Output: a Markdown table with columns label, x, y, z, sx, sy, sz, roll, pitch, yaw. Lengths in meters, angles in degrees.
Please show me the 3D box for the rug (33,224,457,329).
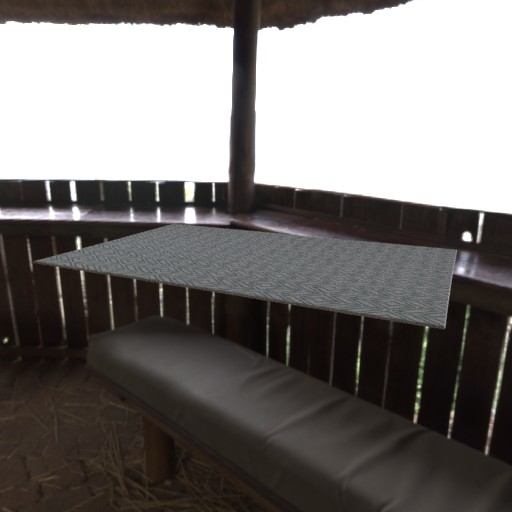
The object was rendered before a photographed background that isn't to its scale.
| label | x | y | z | sx | sy | sz | roll | pitch | yaw |
| --- | --- | --- | --- | --- | --- | --- | --- | --- | --- |
| rug | 0.000 | 0.000 | 2.986 | 2.435 | 0.011 | 1.517 | 7 | 16 | 25 |
